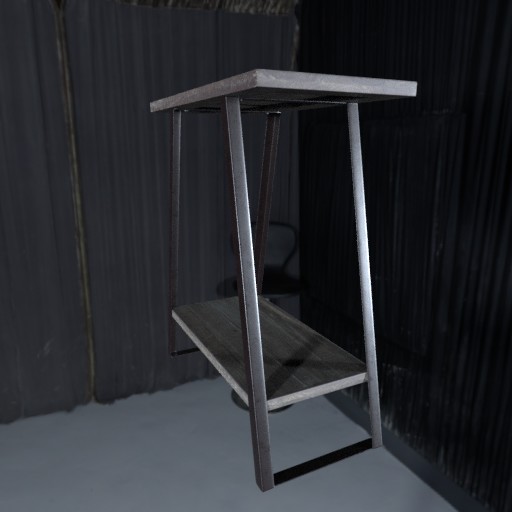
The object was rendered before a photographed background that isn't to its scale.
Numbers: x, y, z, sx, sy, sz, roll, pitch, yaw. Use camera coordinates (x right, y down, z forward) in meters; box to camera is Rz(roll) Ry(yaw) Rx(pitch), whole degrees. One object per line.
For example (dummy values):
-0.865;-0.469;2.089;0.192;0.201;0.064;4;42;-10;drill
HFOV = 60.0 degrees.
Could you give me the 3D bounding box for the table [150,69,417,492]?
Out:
0.000;0.000;1.018;0.300;0.701;0.599;-7;16;-26;table
